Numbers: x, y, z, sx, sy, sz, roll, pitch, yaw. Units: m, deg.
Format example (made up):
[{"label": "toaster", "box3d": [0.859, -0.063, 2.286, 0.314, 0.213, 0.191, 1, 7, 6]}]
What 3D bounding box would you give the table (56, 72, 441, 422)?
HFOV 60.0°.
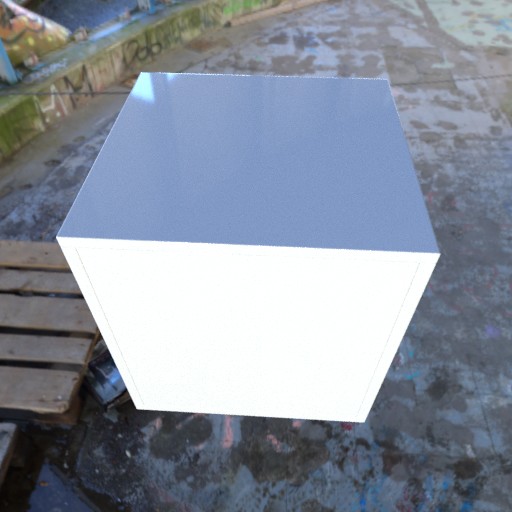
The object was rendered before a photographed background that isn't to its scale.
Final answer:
[{"label": "table", "box3d": [0.000, 0.000, 0.790, 0.420, 0.470, 0.400, 3, 48, 2]}]
